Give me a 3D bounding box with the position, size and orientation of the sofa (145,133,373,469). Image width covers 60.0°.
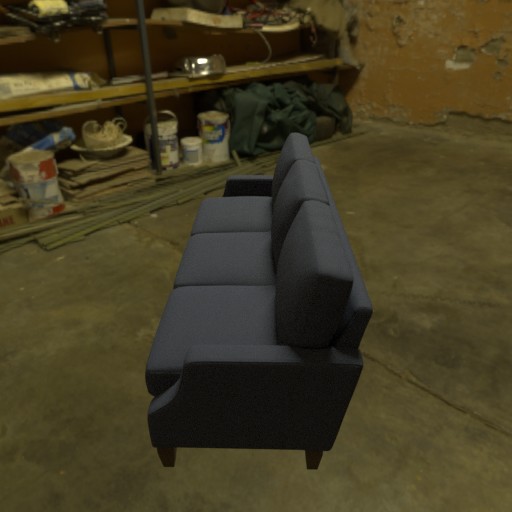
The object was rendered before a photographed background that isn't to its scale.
[{"bbox_3d":[0.000,0.000,2.578,0.888,0.984,2.115,1,29,1],"label":"sofa"}]
